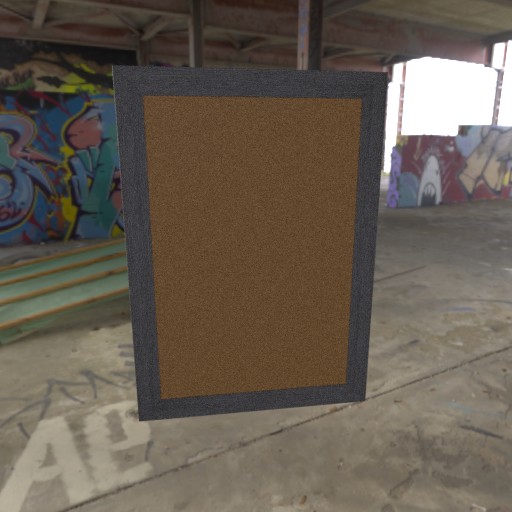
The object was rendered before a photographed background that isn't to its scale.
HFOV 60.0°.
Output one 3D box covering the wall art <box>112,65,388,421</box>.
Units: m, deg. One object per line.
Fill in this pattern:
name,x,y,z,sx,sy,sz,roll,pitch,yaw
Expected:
wall art,0.000,0.000,1.364,0.768,1.070,0.020,-2,15,-8
